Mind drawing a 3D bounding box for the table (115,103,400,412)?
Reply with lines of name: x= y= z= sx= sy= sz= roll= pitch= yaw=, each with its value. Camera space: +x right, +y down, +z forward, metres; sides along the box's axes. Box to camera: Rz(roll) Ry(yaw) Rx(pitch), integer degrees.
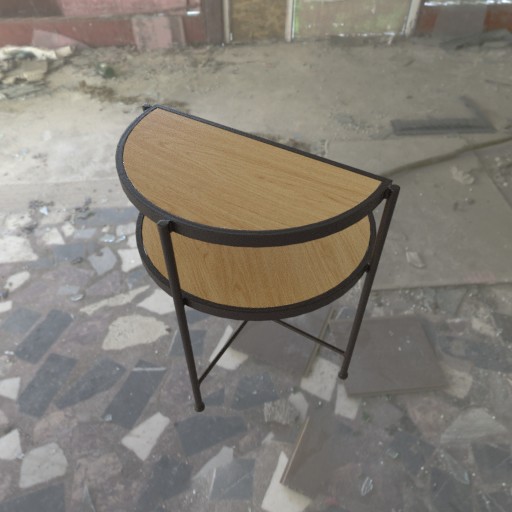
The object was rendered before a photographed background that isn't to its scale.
table: x=0.000 y=0.000 z=1.167 sx=0.629 sy=0.684 sz=0.628 roll=24 pitch=50 yaw=21
